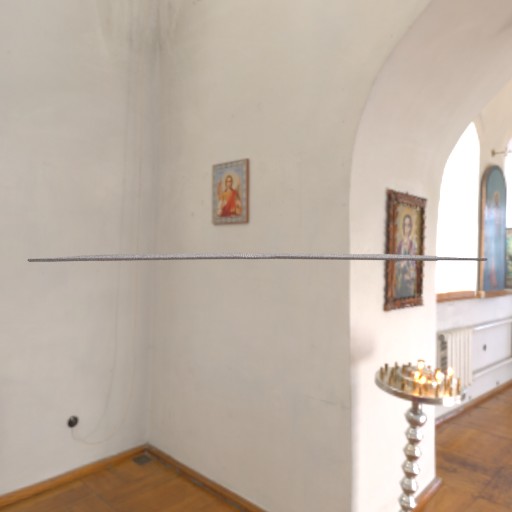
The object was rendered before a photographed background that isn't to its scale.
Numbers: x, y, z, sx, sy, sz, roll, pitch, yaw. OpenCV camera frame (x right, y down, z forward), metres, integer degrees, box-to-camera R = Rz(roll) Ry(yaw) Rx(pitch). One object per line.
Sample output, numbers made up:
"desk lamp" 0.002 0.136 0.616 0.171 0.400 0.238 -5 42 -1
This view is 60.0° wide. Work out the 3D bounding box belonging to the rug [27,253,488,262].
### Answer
"rug" 0.000 0.000 2.999 2.307 0.030 1.604 0 1 -1
